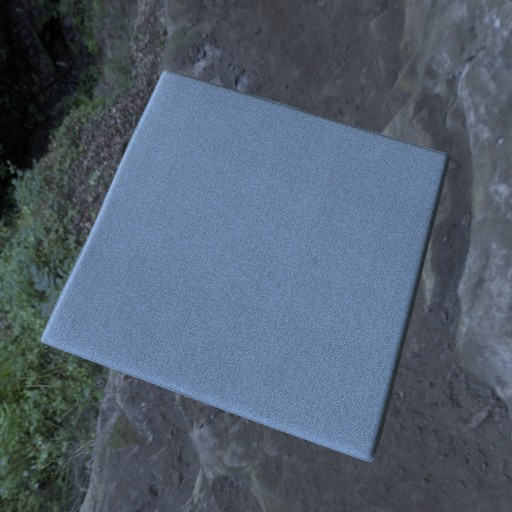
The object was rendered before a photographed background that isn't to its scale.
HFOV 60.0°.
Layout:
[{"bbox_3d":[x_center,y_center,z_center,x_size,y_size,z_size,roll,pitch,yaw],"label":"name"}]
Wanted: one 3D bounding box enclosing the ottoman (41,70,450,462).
[{"bbox_3d":[0.000,0.000,1.491,1.004,0.379,0.968,18,76,5],"label":"ottoman"}]
